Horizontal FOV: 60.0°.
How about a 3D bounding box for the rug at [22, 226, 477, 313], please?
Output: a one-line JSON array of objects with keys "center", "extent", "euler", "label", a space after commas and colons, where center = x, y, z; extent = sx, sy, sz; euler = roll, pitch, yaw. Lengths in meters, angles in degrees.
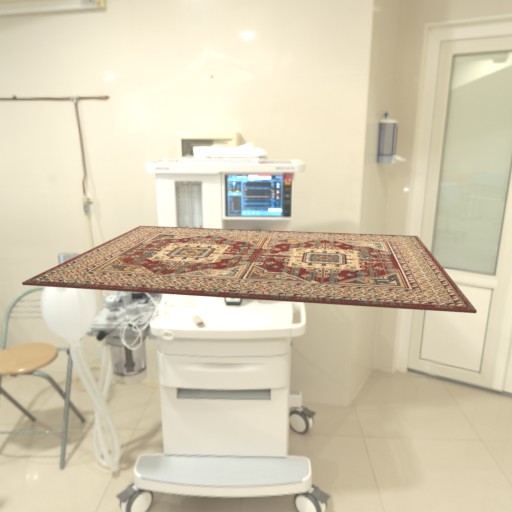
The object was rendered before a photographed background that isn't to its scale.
[{"center": [0.000, 0.000, 5.827], "extent": [4.578, 0.033, 3.033], "euler": [3, 16, 9], "label": "rug"}]
